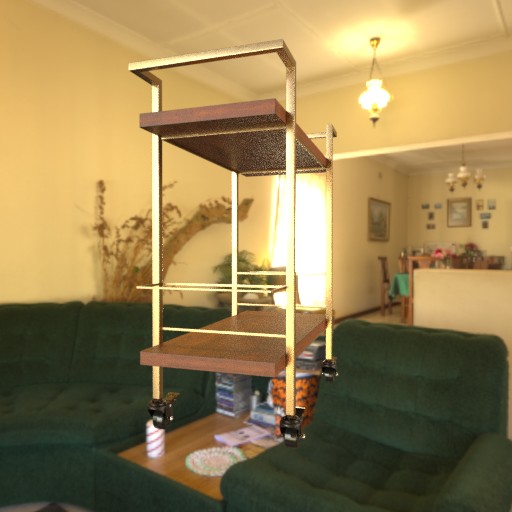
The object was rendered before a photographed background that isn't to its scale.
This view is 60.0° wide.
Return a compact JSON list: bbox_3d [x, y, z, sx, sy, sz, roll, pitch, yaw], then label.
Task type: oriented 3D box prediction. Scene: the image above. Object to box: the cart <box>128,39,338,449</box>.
[{"bbox_3d":[0.000,0.000,1.194,0.364,0.807,0.695,0,1,19],"label":"cart"}]
